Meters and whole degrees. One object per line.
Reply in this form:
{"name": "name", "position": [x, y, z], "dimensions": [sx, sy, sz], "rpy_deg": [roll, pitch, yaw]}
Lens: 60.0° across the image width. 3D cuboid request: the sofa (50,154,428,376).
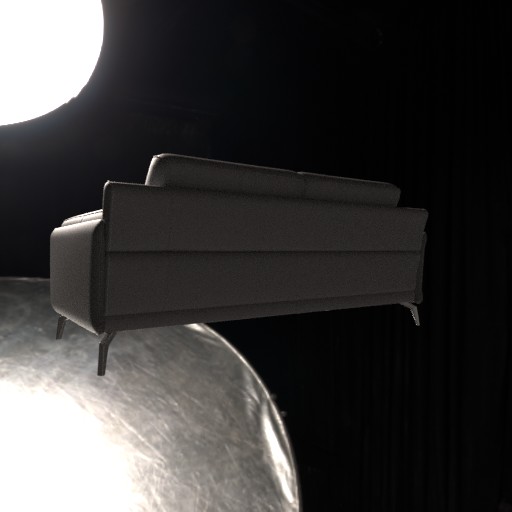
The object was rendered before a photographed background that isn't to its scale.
{"name": "sofa", "position": [0.000, 0.000, 2.607], "dimensions": [2.100, 0.900, 0.969], "rpy_deg": [-1, 1, -35]}
